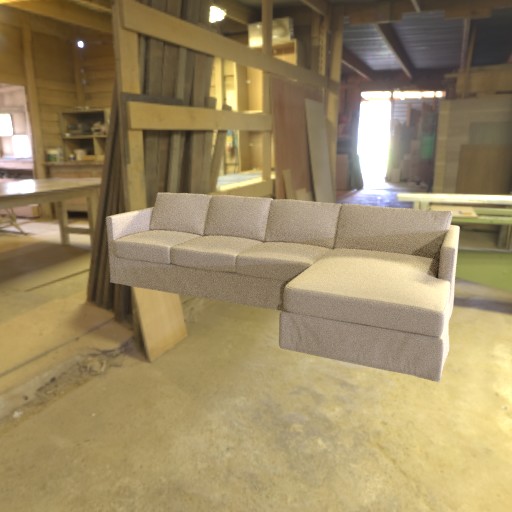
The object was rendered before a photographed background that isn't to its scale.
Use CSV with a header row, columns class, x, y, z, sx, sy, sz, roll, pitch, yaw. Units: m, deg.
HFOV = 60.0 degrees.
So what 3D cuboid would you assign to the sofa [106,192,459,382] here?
class,x,y,z,sx,sy,sz,roll,pitch,yaw
sofa,0.000,0.000,3.852,3.206,0.871,1.622,7,16,25
